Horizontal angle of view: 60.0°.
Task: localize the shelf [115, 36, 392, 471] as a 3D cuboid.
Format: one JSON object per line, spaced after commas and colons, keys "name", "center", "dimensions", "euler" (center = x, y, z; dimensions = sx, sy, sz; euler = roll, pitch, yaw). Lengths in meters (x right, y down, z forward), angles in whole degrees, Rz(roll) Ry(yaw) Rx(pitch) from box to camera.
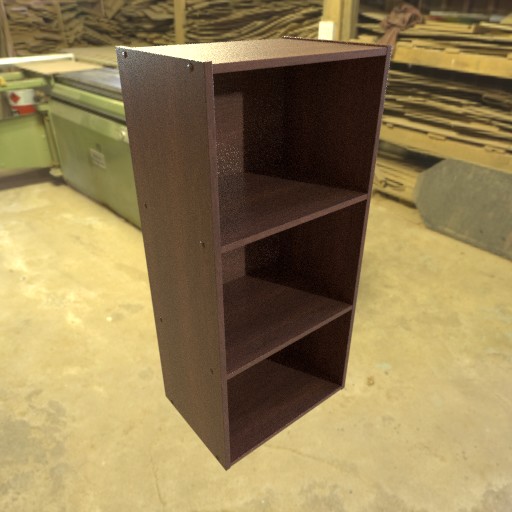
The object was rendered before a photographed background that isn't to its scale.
{"name": "shelf", "center": [0.000, 0.000, 1.022], "dimensions": [0.414, 0.879, 0.290], "euler": [-22, 36, -33]}
